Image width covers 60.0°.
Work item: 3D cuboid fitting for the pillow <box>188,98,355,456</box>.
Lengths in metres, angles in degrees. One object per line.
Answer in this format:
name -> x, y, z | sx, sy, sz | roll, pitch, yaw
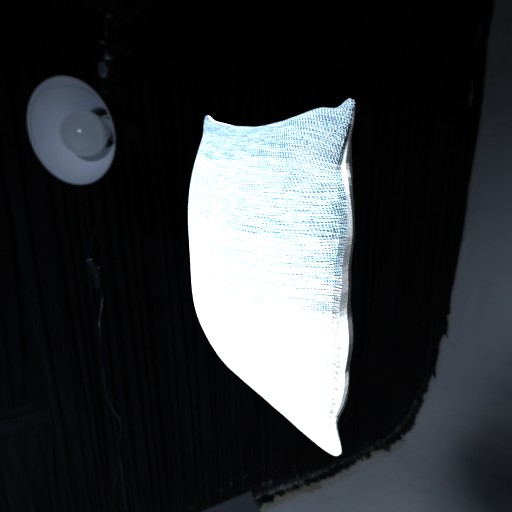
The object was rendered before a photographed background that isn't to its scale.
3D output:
pillow -> 0.000, 0.000, 0.690 | 0.182, 0.441, 0.440 | -7, 15, -26
